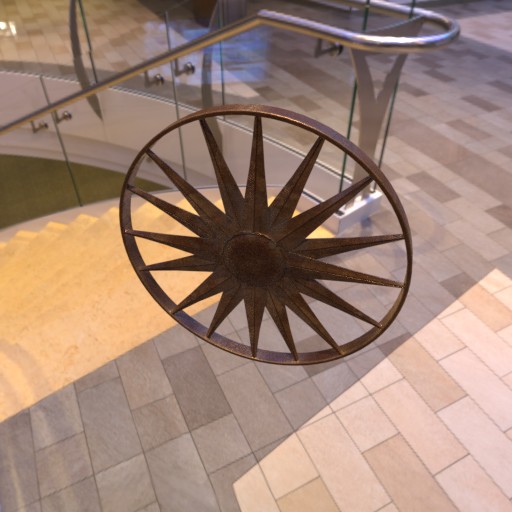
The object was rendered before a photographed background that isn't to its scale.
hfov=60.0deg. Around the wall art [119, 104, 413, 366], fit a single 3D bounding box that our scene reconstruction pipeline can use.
[{"bbox_3d":[0.000,0.000,0.873,0.582,0.583,0.084,12,43,13],"label":"wall art"}]
